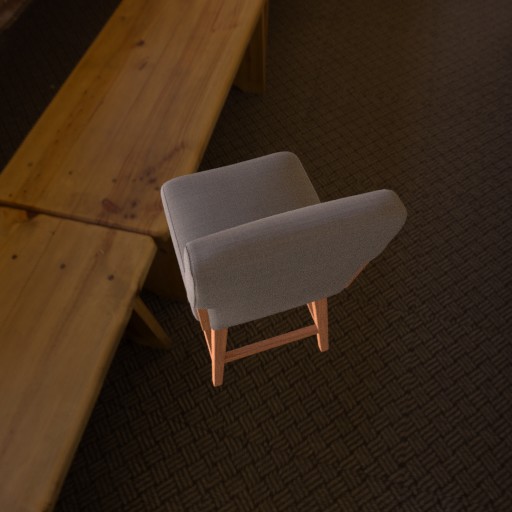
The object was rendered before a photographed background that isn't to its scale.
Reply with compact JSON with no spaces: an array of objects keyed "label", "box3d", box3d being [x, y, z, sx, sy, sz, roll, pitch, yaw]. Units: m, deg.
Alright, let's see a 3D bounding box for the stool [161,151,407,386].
[{"label":"stool","box3d":[0.000,0.000,1.341,0.459,1.019,0.570,-16,61,-9]}]
